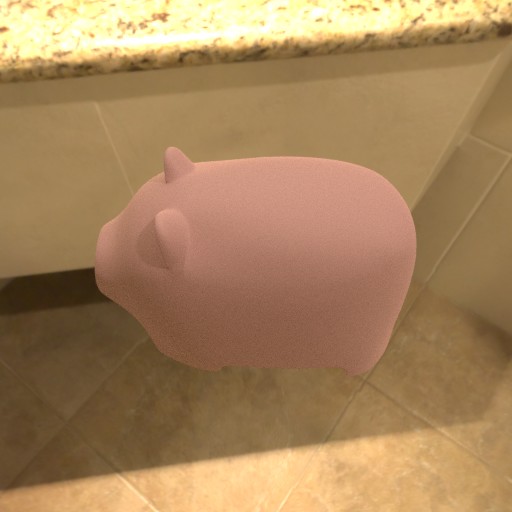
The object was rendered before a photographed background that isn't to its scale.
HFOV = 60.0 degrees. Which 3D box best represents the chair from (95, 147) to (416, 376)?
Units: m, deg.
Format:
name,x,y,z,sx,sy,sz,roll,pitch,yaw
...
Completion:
name,x,y,z,sx,sy,sz,roll,pitch,yaw
chair,0.000,0.000,0.864,0.619,0.423,0.364,0,59,0
